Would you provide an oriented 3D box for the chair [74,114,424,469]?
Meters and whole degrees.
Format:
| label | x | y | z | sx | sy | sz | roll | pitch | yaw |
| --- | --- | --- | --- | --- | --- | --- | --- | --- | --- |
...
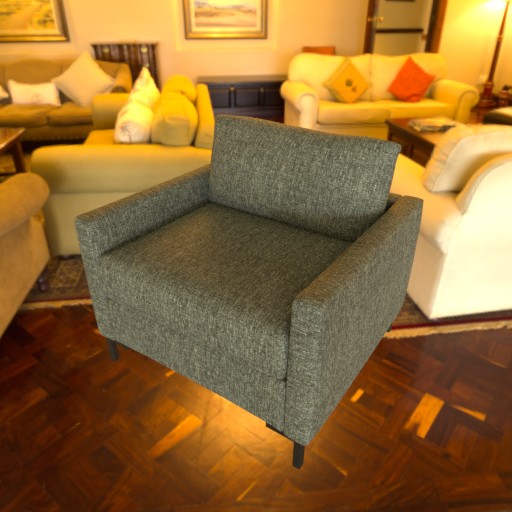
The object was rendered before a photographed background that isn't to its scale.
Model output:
| label | x | y | z | sx | sy | sz | roll | pitch | yaw |
| --- | --- | --- | --- | --- | --- | --- | --- | --- | --- |
| chair | 0.000 | 0.000 | 1.651 | 0.963 | 0.861 | 0.866 | 18 | 34 | 29 |
